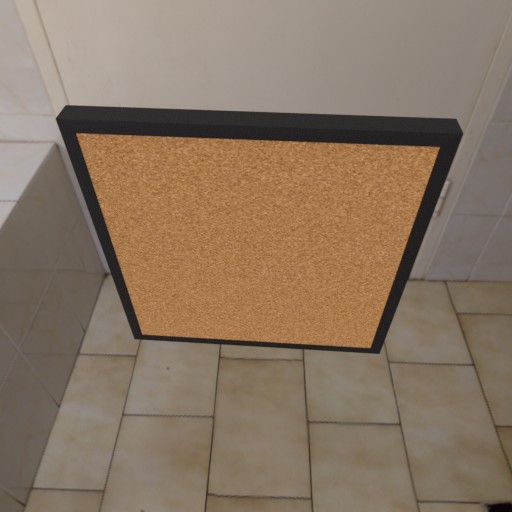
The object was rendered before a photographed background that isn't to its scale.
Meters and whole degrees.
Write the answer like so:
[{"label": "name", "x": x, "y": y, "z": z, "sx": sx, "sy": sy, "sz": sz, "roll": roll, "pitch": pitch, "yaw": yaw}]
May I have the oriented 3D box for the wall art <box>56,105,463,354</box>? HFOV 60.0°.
[{"label": "wall art", "x": 0.000, "y": 0.000, "z": 0.743, "sx": 0.506, "sy": 0.503, "sz": 0.036, "roll": 3, "pitch": 46, "yaw": 3}]
